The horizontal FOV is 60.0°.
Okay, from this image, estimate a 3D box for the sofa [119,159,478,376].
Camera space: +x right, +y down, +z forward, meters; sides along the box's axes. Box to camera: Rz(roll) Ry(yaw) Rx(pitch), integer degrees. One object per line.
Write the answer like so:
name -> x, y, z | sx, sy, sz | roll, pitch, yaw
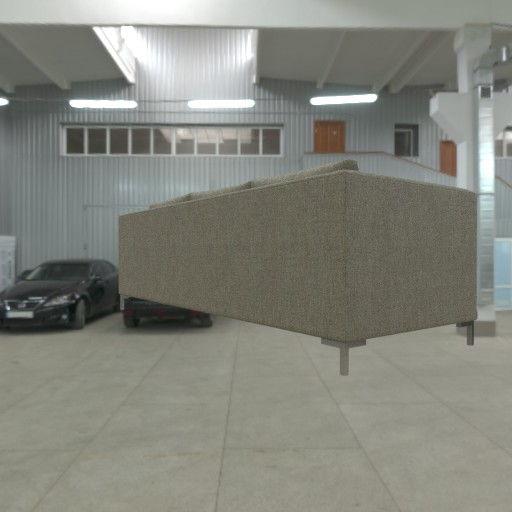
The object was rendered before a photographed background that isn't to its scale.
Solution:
sofa -> 0.000, 0.000, 2.865 | 0.969, 0.867, 2.415 | 0, 0, -36
